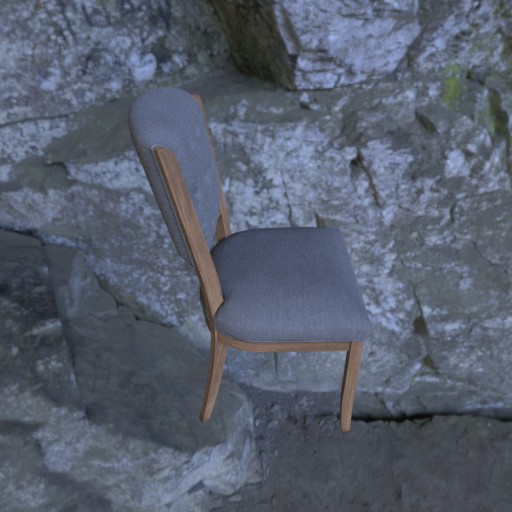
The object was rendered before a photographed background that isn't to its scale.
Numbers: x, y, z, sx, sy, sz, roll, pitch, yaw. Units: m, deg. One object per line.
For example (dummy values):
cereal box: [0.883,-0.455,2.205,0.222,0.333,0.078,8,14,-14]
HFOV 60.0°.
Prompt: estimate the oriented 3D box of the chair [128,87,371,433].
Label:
chair: [0.000,0.000,1.287,0.584,0.905,0.513,0,32,1]
